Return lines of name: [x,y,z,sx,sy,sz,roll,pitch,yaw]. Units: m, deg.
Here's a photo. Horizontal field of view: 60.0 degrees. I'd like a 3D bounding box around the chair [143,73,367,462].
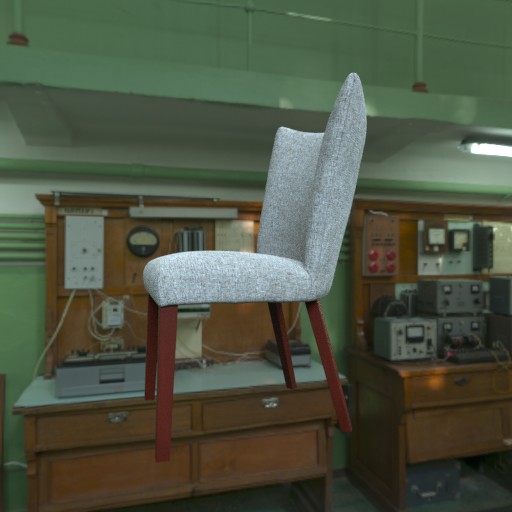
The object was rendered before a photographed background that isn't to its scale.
chair: [0.000,0.000,1.305,0.623,0.924,0.535,0,0,-17]
